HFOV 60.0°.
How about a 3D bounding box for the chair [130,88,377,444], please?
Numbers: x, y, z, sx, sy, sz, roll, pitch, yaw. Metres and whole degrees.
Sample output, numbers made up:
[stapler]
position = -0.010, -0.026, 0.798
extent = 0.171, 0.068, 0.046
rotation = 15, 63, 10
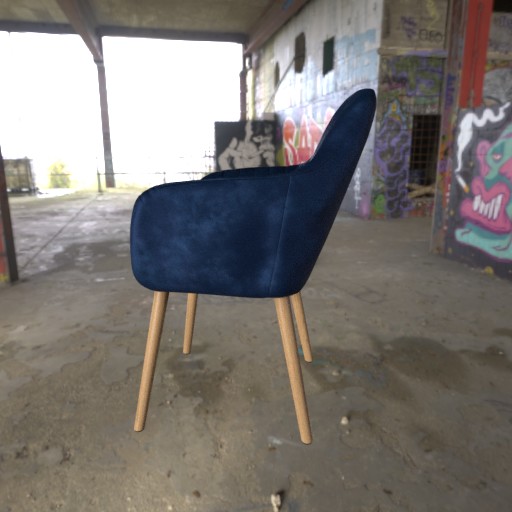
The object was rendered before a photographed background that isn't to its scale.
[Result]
[chair]
position = 0.000, 0.000, 1.219
extent = 0.573, 0.826, 0.578
rotation = 2, 14, 7
